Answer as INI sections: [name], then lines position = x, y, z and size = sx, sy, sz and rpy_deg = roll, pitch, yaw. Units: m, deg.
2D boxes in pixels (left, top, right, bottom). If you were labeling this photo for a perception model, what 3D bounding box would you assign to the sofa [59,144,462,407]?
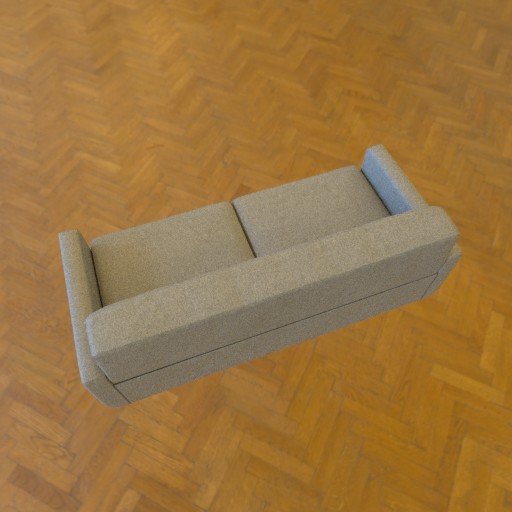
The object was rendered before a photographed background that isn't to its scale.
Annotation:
[sofa]
position = 0.000, 0.000, 2.587
size = 2.055, 0.873, 0.968
rpy_deg = -17, 59, -11
